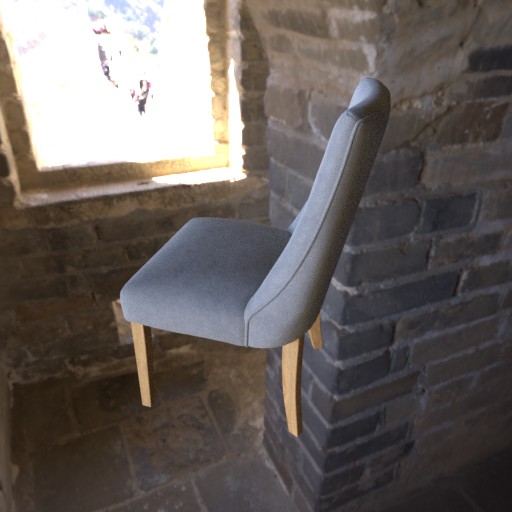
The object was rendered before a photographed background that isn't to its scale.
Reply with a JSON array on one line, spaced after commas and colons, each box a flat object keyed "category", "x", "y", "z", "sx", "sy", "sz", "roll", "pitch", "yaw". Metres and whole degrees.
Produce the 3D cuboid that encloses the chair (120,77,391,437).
[{"category": "chair", "x": 0.000, "y": 0.000, "z": 1.241, "sx": 0.610, "sy": 0.902, "sz": 0.495, "roll": 8, "pitch": 30, "yaw": 14}]
